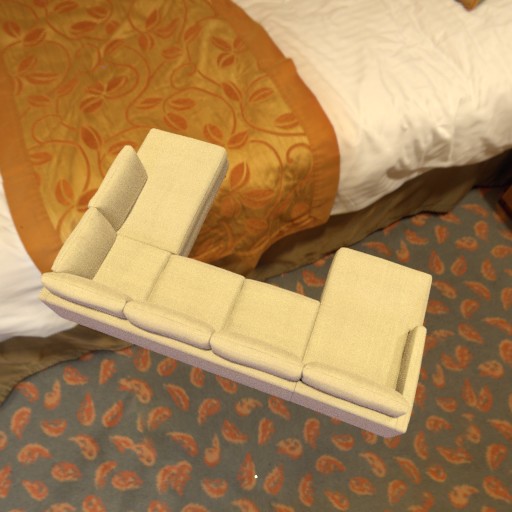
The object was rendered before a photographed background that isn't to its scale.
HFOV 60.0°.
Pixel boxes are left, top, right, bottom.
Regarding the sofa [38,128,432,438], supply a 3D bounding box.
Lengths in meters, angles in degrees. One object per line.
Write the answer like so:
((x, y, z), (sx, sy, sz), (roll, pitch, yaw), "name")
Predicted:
((0.000, 0.000, 3.534), (2.737, 0.756, 1.879), (18, 65, 9), "sofa")
